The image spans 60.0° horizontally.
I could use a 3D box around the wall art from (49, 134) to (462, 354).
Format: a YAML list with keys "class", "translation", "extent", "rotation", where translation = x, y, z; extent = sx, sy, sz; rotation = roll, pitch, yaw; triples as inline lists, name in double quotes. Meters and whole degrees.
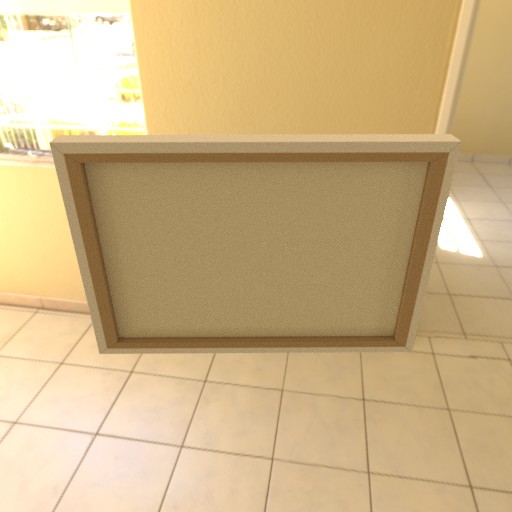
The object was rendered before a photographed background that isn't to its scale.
- class: "wall art"
  translation: [0.000, 0.000, 0.776]
  extent: [0.608, 0.414, 0.042]
  rotation: [0, 30, 0]
